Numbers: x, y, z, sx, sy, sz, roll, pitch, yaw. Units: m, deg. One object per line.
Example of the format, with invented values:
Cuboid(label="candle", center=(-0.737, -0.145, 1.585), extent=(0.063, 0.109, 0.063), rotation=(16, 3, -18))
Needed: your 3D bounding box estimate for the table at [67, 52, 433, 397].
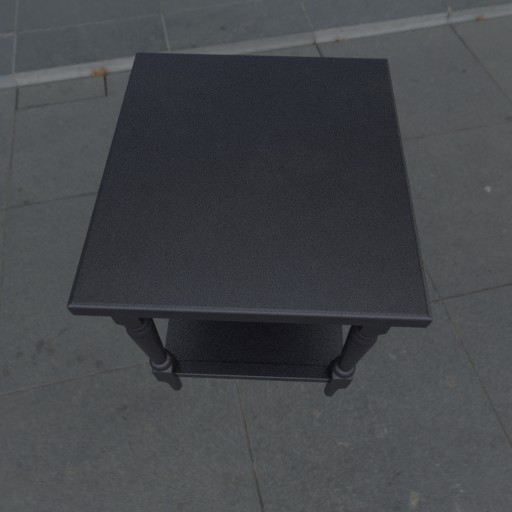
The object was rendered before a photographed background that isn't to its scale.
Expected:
Cuboid(label="table", center=(0.000, 0.000, 0.896), extent=(0.442, 0.565, 0.488), rotation=(2, 60, 1))
